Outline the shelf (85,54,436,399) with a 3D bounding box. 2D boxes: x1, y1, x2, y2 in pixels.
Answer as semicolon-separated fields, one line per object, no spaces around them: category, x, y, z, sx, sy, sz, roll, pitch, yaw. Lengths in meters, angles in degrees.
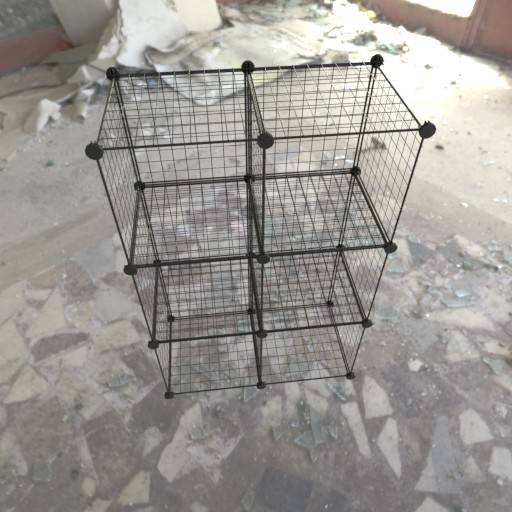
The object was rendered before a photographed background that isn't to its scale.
shelf;0.000;0.000;1.387;0.711;1.067;0.356;-5;46;-5
